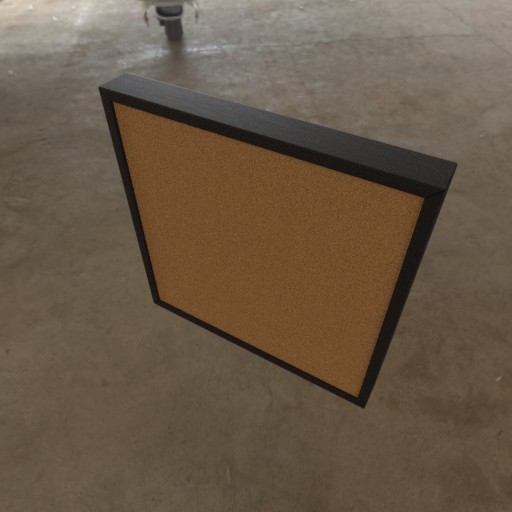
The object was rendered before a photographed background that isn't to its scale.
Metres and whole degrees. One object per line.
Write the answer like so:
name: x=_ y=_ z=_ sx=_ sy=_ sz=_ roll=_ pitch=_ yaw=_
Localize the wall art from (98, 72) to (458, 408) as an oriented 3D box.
wall art: x=0.000 y=0.000 z=0.459 sx=0.305 sy=0.305 sz=0.037 roll=22 pitch=49 yaw=21
